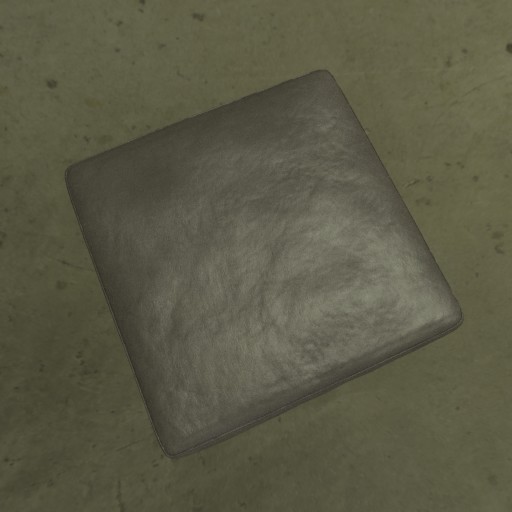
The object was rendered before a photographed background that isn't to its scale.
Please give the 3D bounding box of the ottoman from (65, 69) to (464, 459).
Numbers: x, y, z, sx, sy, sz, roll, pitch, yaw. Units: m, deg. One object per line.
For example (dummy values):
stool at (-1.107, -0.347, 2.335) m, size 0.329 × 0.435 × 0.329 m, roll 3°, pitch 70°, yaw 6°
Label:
ottoman at (0.000, 0.000, 1.308) m, size 0.836 × 0.415 × 0.844 m, roll -23°, pitch 77°, yaw -6°
